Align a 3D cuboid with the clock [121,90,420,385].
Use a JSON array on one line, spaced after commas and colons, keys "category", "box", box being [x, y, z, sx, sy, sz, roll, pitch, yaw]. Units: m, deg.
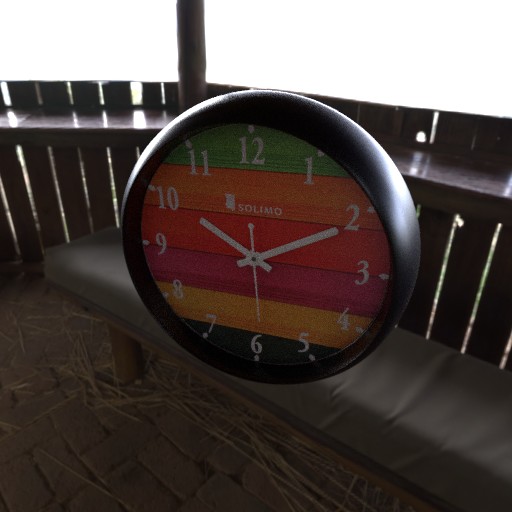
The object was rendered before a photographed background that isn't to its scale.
[{"category": "clock", "box": [0.000, 0.000, 0.432, 0.300, 0.300, 0.060, 9, 28, 18]}]
